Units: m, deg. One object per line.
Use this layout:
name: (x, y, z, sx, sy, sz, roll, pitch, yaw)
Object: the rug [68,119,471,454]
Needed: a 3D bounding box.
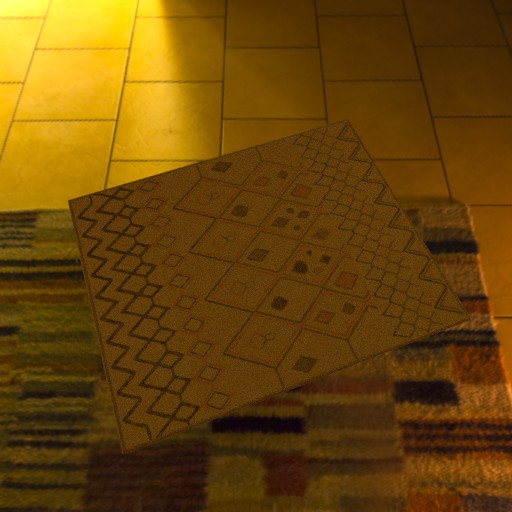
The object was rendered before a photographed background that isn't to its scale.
rug: (0.000, 0.000, 4.091, 3.050, 0.016, 2.441, -18, 65, -9)
